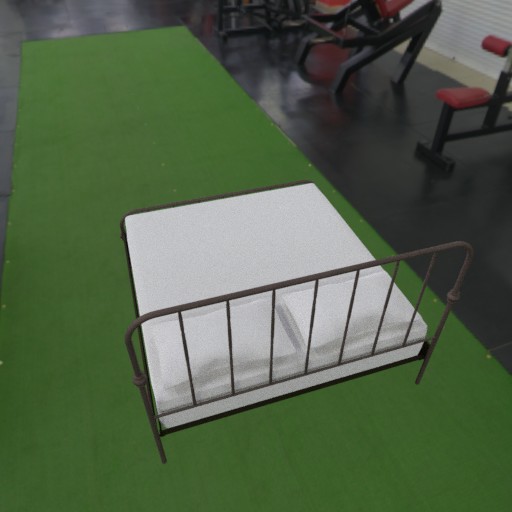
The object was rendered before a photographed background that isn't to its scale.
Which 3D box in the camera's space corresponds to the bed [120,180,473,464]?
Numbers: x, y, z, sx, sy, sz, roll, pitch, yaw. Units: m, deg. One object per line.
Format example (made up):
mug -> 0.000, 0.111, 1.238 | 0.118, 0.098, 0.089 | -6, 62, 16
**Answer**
bed -> 0.000, 0.000, 3.485 | 2.044, 1.446, 2.134 | -12, 42, -13
